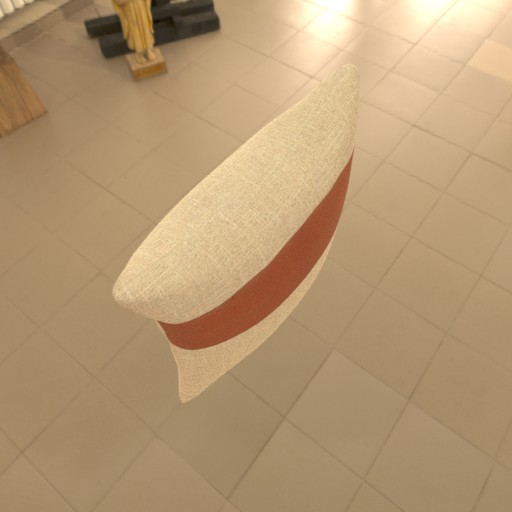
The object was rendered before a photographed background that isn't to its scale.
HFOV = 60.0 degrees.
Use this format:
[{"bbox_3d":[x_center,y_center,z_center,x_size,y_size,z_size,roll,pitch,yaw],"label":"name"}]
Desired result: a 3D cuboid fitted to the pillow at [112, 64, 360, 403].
[{"bbox_3d":[0.000,0.000,0.645,0.173,0.399,0.414,33,64,19],"label":"pillow"}]
